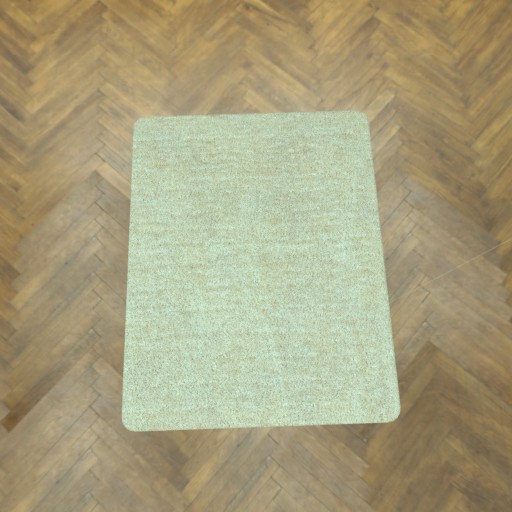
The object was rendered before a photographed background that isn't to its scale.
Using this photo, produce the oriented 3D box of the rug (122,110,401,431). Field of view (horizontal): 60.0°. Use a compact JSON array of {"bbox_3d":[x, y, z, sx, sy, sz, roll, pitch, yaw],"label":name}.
[{"bbox_3d":[0.000,0.000,3.491,2.009,0.048,2.528,-2,75,0],"label":"rug"}]
